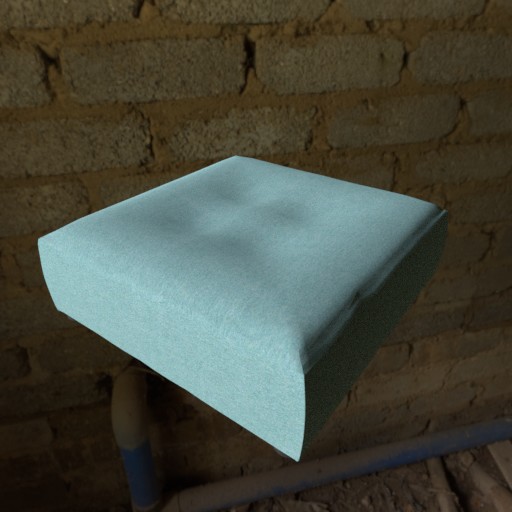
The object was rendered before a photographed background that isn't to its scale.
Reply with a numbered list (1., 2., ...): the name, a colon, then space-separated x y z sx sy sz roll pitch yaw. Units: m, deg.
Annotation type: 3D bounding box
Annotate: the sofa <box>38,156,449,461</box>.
1. sofa: 0.000 0.000 1.435 0.930 0.330 0.930 21 37 31
